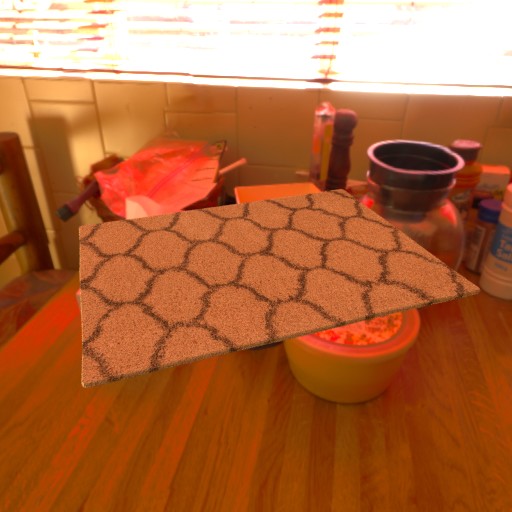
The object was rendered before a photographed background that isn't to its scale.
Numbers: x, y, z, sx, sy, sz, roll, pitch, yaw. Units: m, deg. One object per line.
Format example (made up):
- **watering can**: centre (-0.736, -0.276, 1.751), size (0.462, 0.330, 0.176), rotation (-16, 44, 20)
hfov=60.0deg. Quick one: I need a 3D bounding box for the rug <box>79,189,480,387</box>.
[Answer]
- **rug**: centre (0.000, 0.000, 2.131), size (1.600, 0.025, 1.200), rotation (-10, 32, -17)
